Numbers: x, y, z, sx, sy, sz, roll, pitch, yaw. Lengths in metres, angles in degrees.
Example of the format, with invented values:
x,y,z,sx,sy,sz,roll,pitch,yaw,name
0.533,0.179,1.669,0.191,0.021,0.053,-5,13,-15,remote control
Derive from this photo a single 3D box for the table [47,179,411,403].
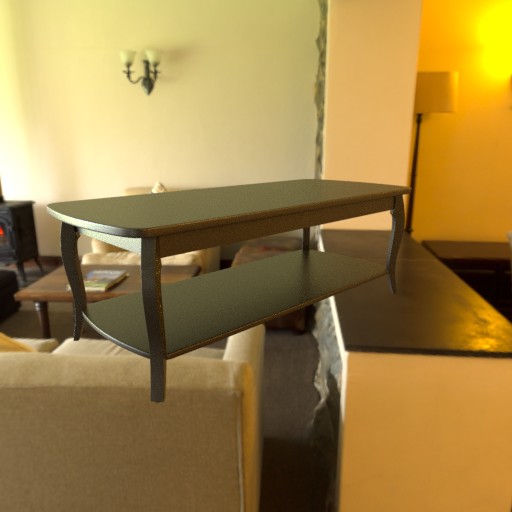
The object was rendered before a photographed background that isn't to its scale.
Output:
x,y,z,sx,sy,sz,roll,pitch,yaw,name
0.000,0.000,1.643,1.333,0.457,0.571,-14,20,-42,table
